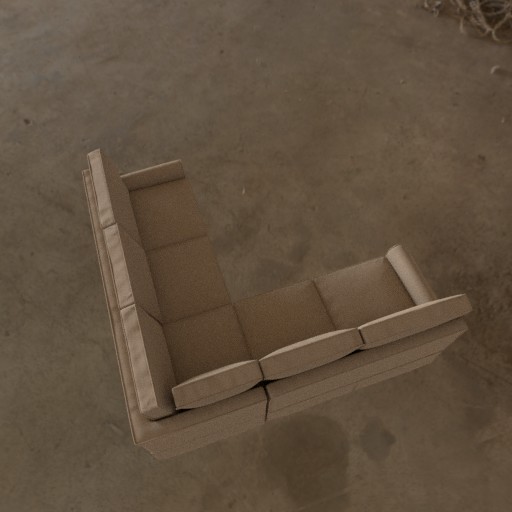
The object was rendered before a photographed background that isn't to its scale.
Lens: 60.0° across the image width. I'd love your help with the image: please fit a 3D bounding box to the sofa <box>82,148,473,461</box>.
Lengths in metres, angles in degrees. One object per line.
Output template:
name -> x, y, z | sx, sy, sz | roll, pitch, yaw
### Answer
sofa -> 0.000, 0.000, 4.212 | 2.730, 1.124, 2.733 | -16, 60, -10
